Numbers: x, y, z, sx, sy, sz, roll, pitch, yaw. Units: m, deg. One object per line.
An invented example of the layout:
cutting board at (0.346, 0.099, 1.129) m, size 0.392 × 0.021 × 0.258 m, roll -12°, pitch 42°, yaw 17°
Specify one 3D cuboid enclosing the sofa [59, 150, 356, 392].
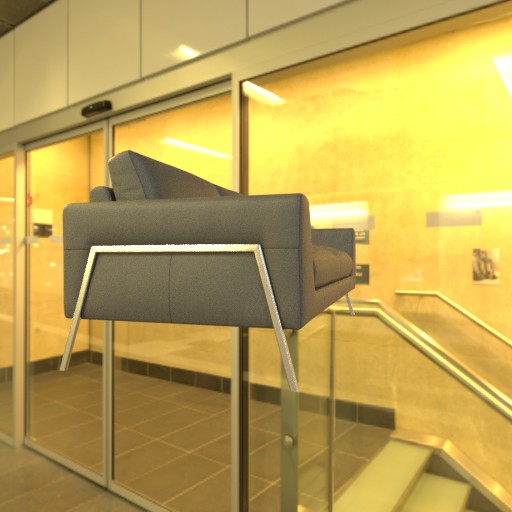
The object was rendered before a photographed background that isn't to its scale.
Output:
sofa at (0.000, 0.000, 2.505) m, size 0.953 × 0.875 × 2.017 m, roll 0°, pitch 0°, yaw 18°
